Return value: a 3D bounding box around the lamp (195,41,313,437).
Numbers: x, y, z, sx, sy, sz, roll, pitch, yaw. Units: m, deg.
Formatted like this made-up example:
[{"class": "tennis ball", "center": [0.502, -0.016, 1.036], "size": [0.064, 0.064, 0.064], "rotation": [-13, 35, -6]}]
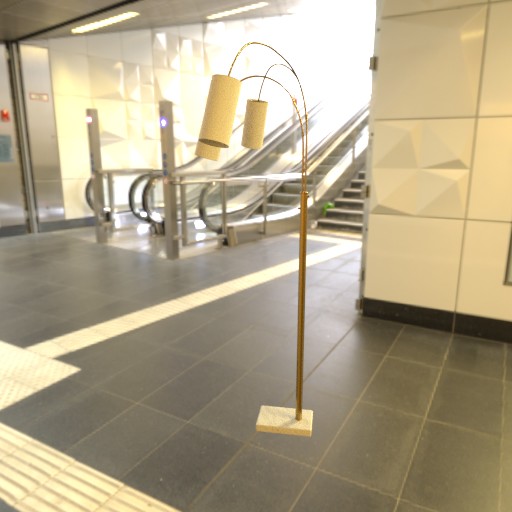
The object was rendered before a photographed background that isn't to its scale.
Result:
[{"class": "lamp", "center": [0.000, 0.000, 2.433], "size": [0.667, 2.055, 1.020], "rotation": [2, 13, 10]}]
